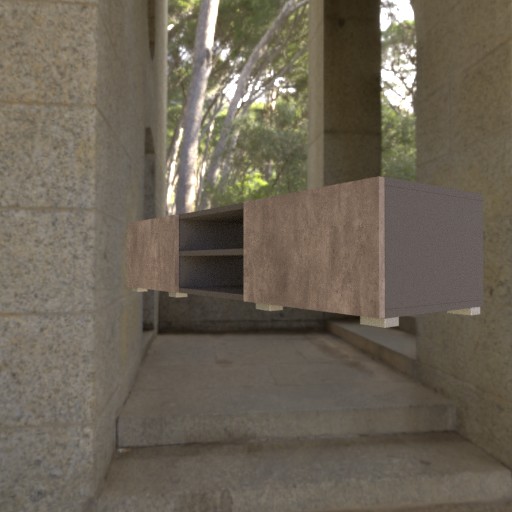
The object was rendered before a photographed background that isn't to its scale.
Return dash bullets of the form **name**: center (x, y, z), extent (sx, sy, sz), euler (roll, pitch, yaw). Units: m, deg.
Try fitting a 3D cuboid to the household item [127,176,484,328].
- **household item**: center (0.000, 0.000, 1.579), extent (0.420, 0.310, 1.400), euler (0, -1, -37)
